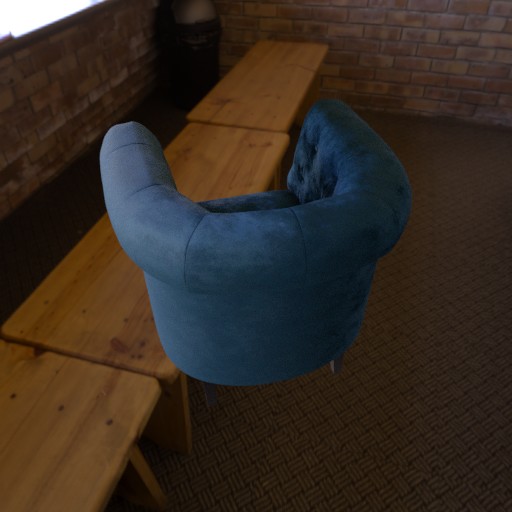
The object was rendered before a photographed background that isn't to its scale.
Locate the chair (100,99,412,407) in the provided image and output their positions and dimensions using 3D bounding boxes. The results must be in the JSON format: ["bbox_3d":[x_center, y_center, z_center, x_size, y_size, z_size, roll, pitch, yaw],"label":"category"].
[{"bbox_3d":[0.000,0.000,1.556,0.904,0.826,0.851,-11,43,-12],"label":"chair"}]
